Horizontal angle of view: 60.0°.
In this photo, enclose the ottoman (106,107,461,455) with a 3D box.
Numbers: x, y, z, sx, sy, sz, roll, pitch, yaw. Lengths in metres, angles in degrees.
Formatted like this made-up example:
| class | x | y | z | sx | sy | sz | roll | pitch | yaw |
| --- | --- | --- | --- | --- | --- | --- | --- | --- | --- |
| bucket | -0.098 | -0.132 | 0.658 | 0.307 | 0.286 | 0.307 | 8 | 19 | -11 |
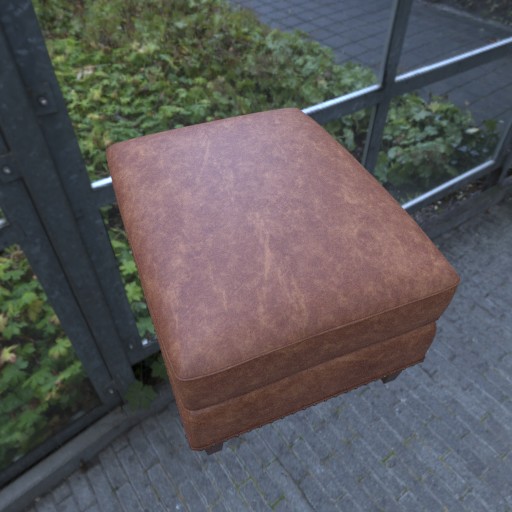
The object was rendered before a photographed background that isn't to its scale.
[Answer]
| class | x | y | z | sx | sy | sz | roll | pitch | yaw |
| --- | --- | --- | --- | --- | --- | --- | --- | --- | --- |
| ottoman | 0.000 | 0.000 | 1.131 | 0.586 | 0.486 | 0.742 | -16 | 48 | -15 |
